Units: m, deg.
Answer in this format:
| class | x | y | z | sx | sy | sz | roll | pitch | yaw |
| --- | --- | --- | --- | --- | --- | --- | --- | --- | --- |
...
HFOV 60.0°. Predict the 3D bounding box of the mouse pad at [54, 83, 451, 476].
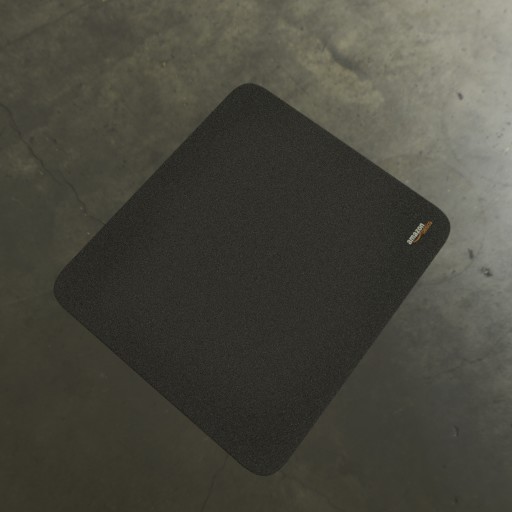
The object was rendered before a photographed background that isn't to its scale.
| class | x | y | z | sx | sy | sz | roll | pitch | yaw |
| --- | --- | --- | --- | --- | --- | --- | --- | --- | --- |
| mouse pad | 0.000 | 0.000 | 0.322 | 0.203 | 0.003 | 0.229 | 38 | 78 | 10 |
